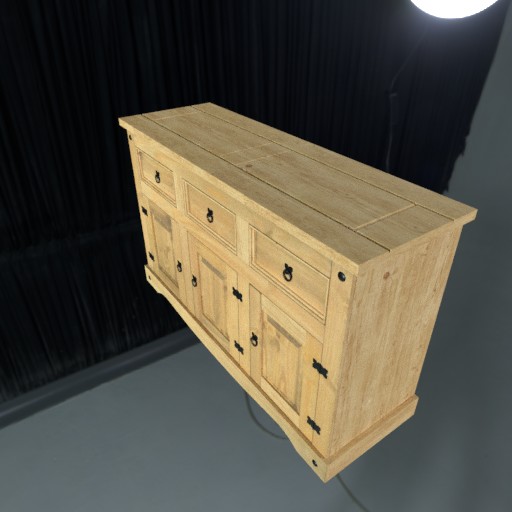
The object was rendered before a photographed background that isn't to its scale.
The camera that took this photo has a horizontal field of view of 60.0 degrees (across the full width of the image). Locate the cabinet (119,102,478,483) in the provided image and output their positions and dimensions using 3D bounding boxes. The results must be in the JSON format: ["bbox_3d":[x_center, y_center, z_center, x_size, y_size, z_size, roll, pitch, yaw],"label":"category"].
[{"bbox_3d":[0.000,0.000,1.686,0.432,0.810,1.321,-21,39,-29],"label":"cabinet"}]
